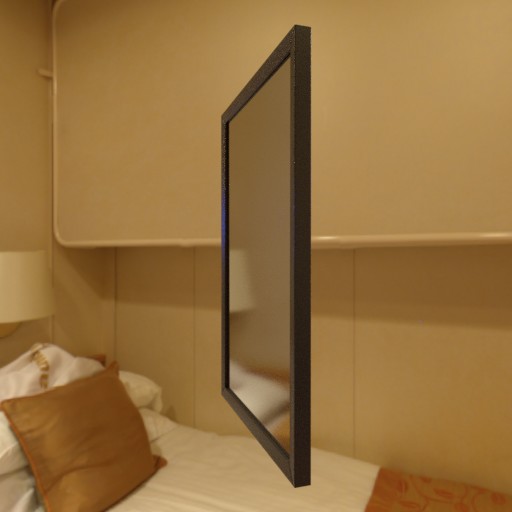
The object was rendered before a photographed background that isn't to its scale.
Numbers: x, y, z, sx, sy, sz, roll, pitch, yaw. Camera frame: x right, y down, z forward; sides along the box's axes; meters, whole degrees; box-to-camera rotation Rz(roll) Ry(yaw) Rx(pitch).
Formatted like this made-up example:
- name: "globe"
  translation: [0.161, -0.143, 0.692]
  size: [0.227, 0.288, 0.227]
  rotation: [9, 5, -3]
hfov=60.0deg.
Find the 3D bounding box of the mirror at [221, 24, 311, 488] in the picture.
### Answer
- name: "mirror"
  translation: [0.000, 0.000, 1.169]
  size: [0.040, 0.915, 0.609]
  rotation: [0, 0, -18]
